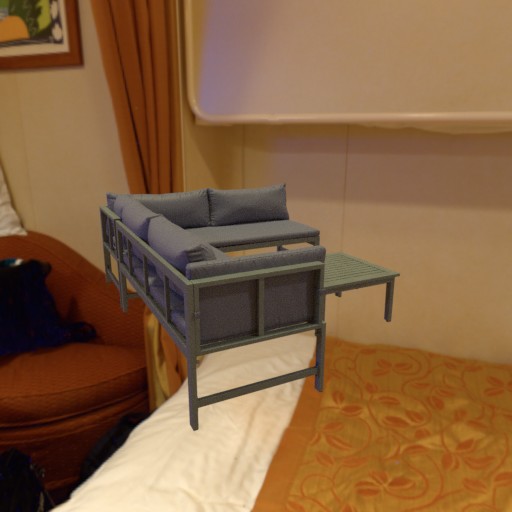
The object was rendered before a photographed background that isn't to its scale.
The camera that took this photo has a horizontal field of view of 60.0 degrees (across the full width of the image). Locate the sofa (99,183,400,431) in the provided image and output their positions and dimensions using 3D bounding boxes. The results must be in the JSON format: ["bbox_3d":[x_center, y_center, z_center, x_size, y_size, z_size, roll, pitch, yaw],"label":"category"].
[{"bbox_3d":[0.000,0.000,2.977,1.658,0.762,2.149,-8,17,-26],"label":"sofa"}]
